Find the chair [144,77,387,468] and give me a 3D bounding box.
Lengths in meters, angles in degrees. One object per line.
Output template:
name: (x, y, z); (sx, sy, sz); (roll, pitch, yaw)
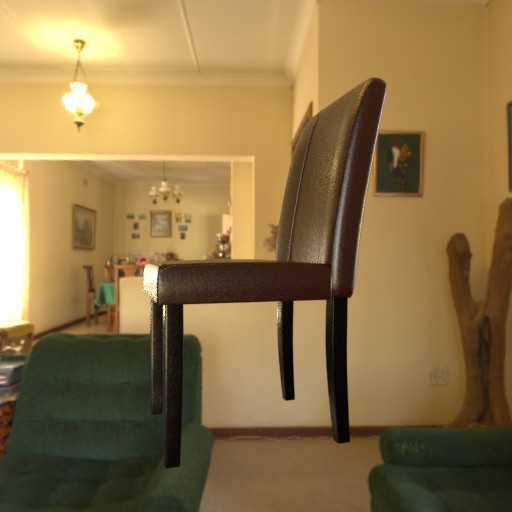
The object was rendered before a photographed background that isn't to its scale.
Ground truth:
chair: (0.000, 0.000, 1.184); (0.556, 0.897, 0.399); (0, 0, -18)
